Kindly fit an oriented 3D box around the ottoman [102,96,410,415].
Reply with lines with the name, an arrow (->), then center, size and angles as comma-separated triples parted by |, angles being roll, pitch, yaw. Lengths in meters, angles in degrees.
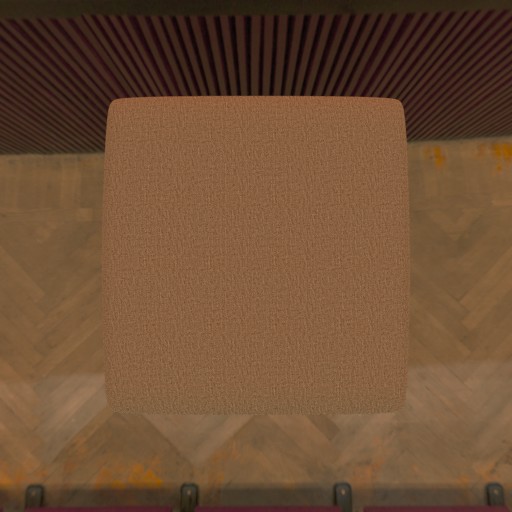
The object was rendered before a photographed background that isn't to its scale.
ottoman -> 0.000, 0.000, 1.066 | 0.649, 0.398, 0.650 | 0, 89, 0
